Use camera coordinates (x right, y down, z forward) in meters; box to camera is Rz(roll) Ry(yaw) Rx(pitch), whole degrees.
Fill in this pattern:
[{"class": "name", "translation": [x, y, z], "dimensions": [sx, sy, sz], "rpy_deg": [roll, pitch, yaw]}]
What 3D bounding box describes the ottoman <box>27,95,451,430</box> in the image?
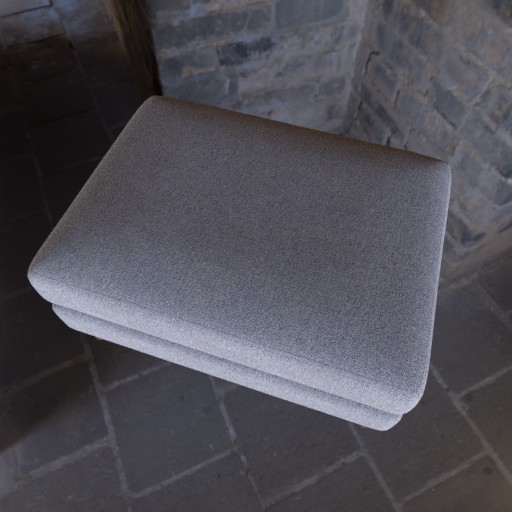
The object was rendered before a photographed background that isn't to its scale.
[{"class": "ottoman", "translation": [0.000, 0.000, 1.131], "dimensions": [0.821, 0.441, 0.611], "rpy_deg": [16, 59, 10]}]
